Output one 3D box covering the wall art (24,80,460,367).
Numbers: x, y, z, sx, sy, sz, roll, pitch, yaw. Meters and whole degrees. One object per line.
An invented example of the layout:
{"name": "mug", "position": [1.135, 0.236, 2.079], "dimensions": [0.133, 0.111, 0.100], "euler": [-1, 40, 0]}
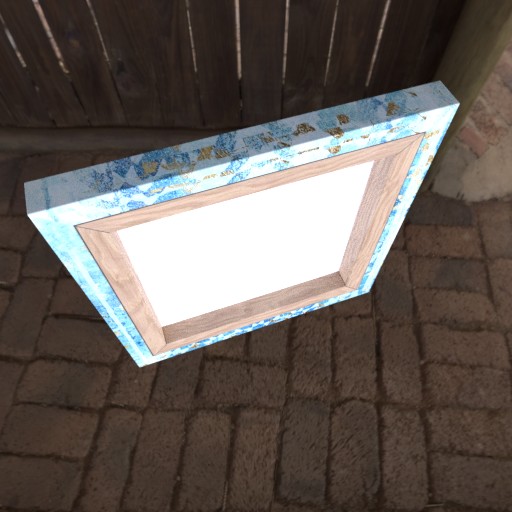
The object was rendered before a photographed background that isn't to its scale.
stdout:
{"name": "wall art", "position": [0.000, 0.000, 0.575], "dimensions": [0.405, 0.405, 0.037], "euler": [-17, 60, -10]}
